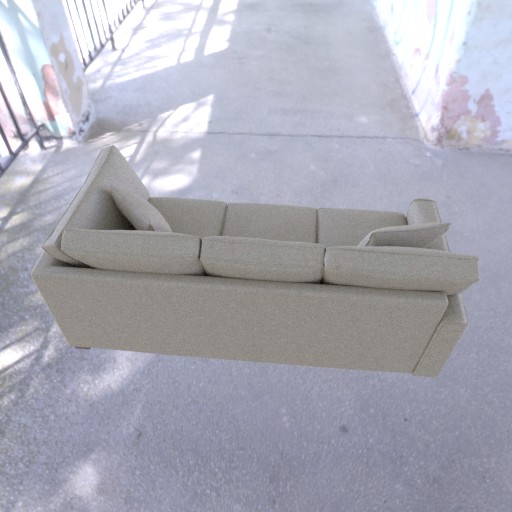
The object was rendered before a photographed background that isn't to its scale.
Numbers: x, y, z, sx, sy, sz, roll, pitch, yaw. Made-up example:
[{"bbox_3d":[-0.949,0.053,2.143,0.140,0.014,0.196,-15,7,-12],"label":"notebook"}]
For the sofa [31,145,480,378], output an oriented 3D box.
[{"bbox_3d":[0.000,0.000,2.810,2.317,0.962,1.061,4,46,4],"label":"sofa"}]
